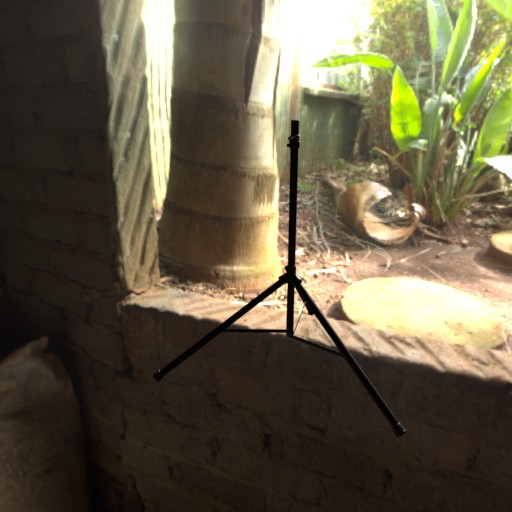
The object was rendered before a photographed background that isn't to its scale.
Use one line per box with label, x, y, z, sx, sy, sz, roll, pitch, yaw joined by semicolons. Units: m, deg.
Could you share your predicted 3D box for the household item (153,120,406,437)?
household item;0.000;0.000;2.720;1.339;1.595;1.596;-3;18;-9
